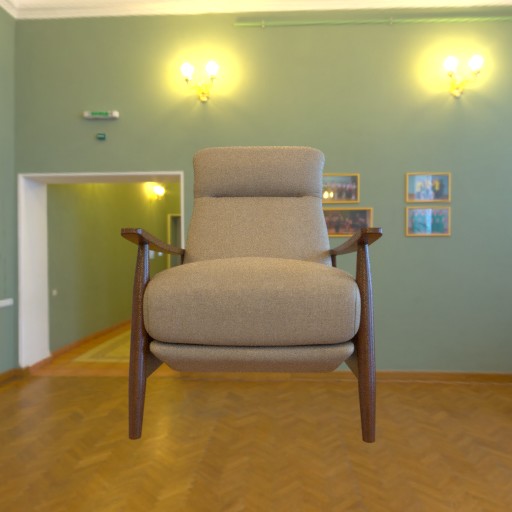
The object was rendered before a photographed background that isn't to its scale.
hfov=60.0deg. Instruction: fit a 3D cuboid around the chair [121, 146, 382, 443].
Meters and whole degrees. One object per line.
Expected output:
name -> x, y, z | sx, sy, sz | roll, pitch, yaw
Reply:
chair -> 0.000, 0.000, 1.790 | 0.762, 1.082, 1.030 | 0, 1, 2
